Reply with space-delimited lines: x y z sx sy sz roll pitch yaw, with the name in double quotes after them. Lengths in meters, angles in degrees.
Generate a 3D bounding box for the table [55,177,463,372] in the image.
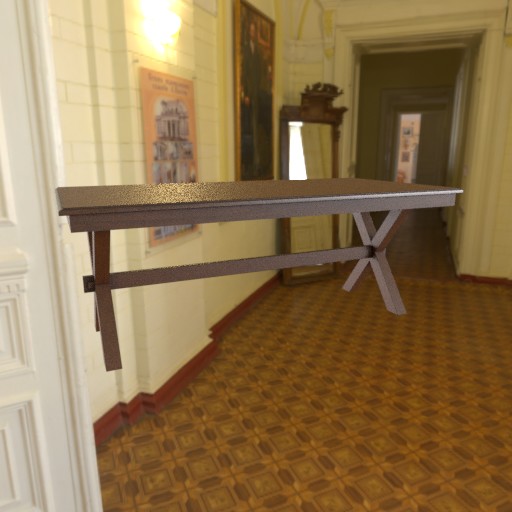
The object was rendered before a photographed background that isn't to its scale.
0.000 0.000 1.501 1.197 0.459 0.594 -6 15 -24 "table"
